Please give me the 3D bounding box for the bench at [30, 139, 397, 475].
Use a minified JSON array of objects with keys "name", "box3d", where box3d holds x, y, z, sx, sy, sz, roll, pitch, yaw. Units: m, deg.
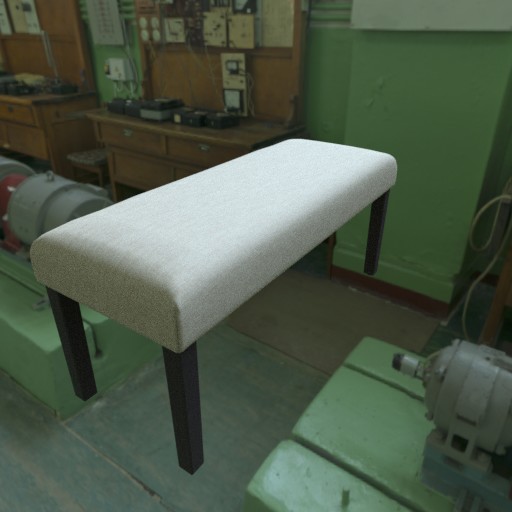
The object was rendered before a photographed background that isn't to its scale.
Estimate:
[{"name":"bench","box3d":[0.000,0.000,1.224,0.407,0.456,1.013,18,33,30]}]
